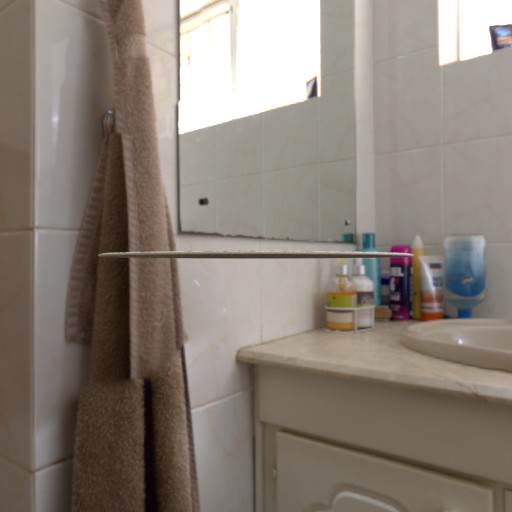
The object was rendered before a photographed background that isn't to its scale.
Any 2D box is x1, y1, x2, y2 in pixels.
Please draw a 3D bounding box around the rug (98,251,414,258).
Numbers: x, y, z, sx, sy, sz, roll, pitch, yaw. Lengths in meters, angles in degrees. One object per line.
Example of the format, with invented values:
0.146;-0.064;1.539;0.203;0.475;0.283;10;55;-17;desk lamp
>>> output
0.000;0.000;2.376;1.593;0.012;1.593;0;-1;0;rug
